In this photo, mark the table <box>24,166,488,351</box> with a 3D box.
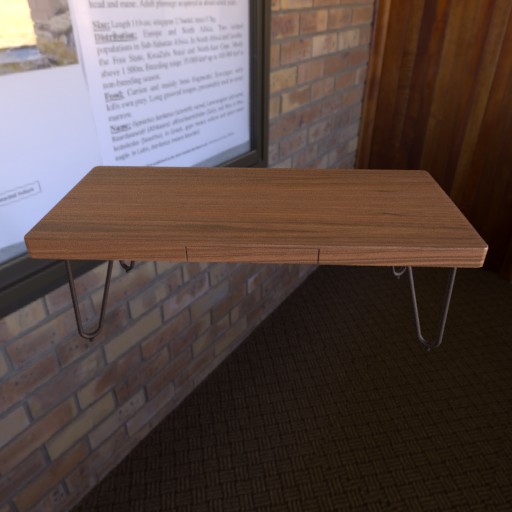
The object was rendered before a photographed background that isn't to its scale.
[{"bbox_3d":[0.000,0.000,1.683,1.375,0.468,0.637,1,31,2],"label":"table"}]
